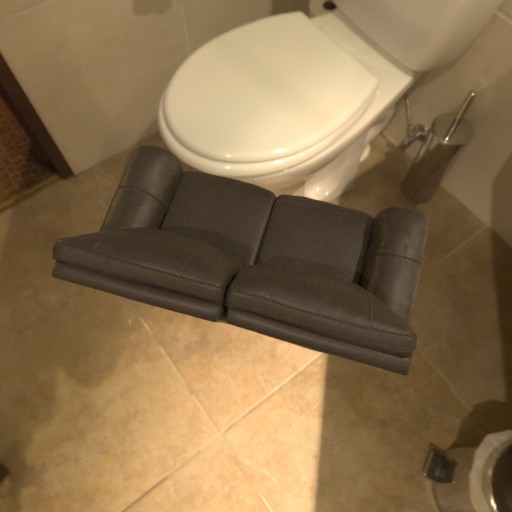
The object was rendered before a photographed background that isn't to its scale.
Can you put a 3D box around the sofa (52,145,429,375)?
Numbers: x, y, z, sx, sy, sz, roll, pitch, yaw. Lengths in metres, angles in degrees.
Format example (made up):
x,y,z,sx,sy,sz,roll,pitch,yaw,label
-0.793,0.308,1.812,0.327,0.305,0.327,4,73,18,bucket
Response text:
x,y,z,sx,sy,sz,roll,pitch,yaw,label
0.000,0.000,2.505,1.765,1.111,1.104,15,65,7,sofa
